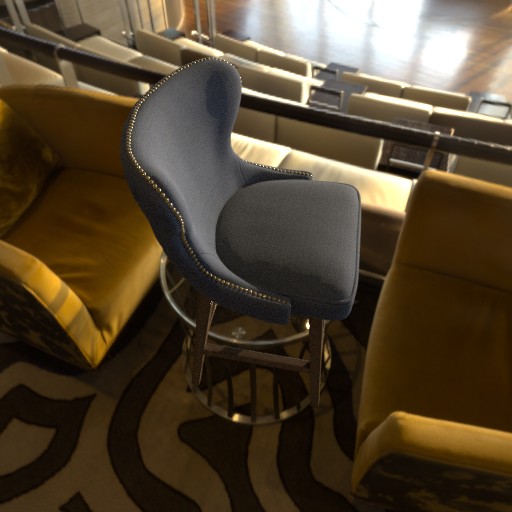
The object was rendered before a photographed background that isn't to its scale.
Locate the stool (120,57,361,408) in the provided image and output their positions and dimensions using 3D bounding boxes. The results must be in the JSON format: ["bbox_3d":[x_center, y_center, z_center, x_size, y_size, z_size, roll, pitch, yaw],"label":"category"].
[{"bbox_3d":[0.000,0.000,1.365,0.597,0.972,0.615,8,48,7],"label":"stool"}]
